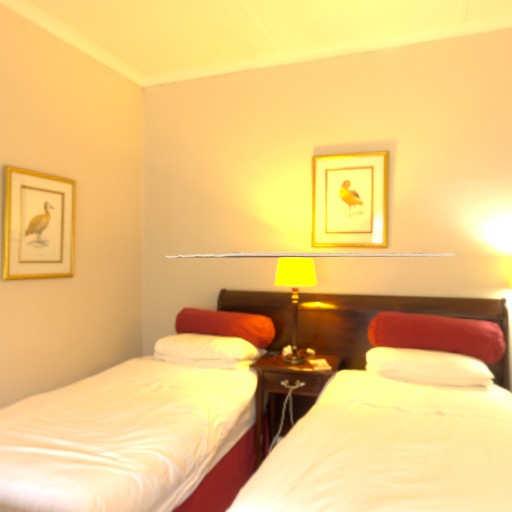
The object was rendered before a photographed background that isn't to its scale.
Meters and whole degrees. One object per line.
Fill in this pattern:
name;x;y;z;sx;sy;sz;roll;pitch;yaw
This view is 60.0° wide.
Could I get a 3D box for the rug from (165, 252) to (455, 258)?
rug;0.000;0.000;2.678;0.857;0.018;2.383;0;0;-17
